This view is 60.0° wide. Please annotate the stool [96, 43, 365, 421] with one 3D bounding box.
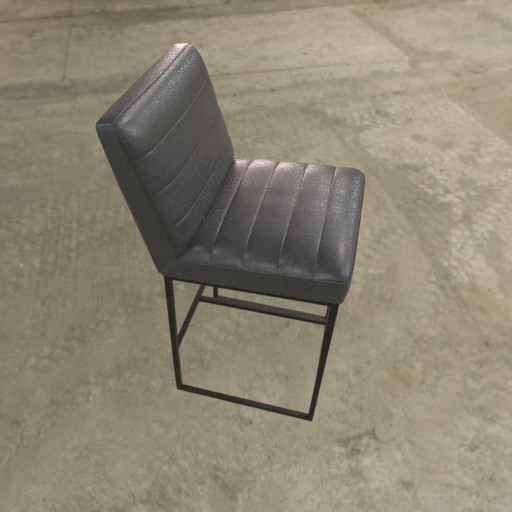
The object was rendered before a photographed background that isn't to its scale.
[{"bbox_3d":[0.000,0.000,1.320,0.552,1.040,0.457,10,46,10],"label":"stool"}]
